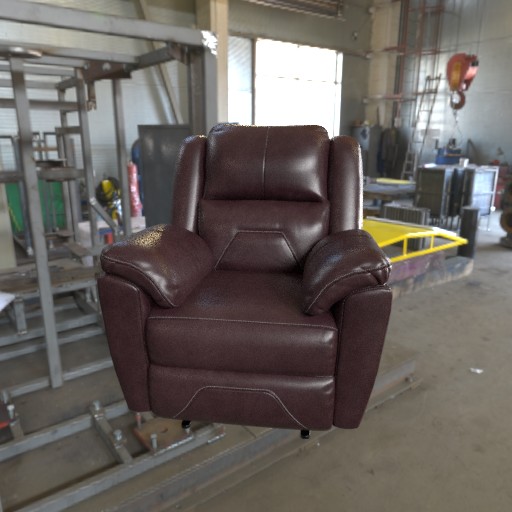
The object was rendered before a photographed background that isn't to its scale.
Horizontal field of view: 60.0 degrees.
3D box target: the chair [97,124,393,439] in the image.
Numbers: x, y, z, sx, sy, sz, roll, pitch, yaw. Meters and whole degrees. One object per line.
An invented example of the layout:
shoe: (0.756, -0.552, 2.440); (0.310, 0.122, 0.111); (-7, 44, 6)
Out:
chair: (0.000, 0.000, 1.889); (0.990, 1.093, 1.041); (2, 16, 7)
